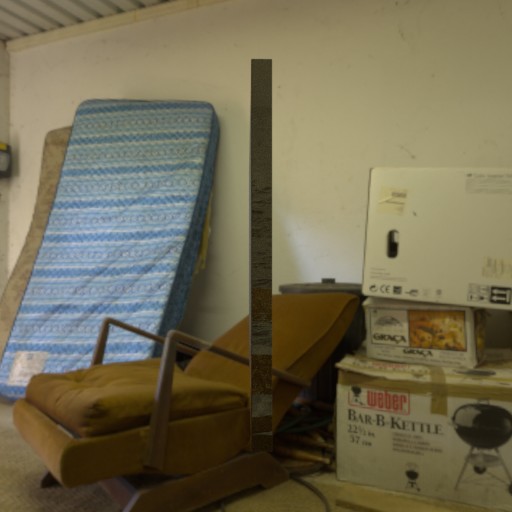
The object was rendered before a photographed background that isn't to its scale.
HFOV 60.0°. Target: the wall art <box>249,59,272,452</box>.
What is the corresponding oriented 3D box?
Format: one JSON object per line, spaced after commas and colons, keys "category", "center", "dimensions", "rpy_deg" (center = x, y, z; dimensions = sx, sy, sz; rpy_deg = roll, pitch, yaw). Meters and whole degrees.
{"category": "wall art", "center": [0.000, 0.000, 1.430], "dimensions": [0.041, 0.762, 1.145], "rpy_deg": [0, 0, -1]}
